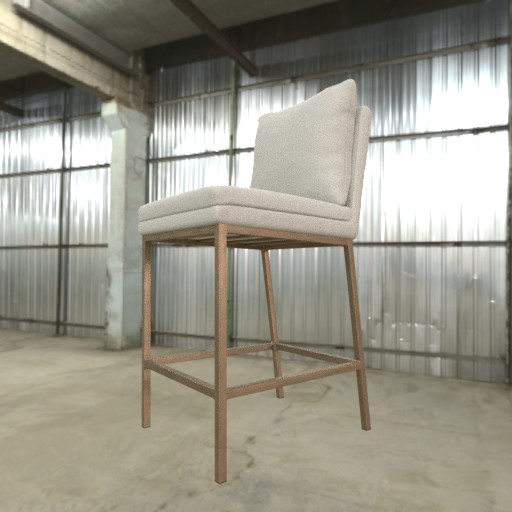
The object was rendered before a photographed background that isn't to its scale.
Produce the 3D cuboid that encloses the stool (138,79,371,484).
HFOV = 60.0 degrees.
[{"bbox_3d":[0.000,0.000,1.333,0.572,1.032,0.463,1,-1,-37],"label":"stool"}]
